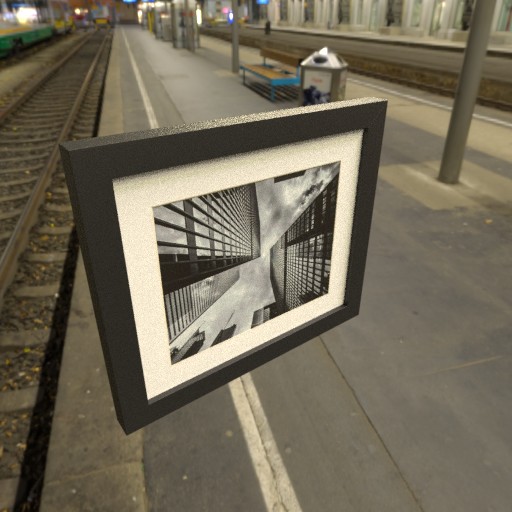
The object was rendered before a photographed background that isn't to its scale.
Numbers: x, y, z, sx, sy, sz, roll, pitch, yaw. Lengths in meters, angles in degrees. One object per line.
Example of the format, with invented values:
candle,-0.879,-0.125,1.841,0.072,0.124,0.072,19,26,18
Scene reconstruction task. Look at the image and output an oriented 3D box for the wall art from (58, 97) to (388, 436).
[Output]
wall art,0.000,0.000,0.527,0.381,0.321,0.028,-20,34,-32
